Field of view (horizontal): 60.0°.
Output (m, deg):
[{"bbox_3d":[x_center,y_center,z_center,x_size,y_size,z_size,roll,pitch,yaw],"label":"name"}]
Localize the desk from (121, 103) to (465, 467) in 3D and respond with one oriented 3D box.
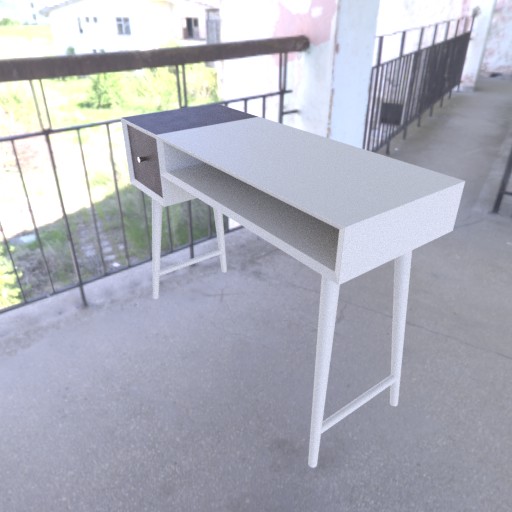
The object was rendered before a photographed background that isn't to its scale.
[{"bbox_3d":[0.000,0.000,1.480,0.409,0.761,1.069,-21,36,-31],"label":"desk"}]
